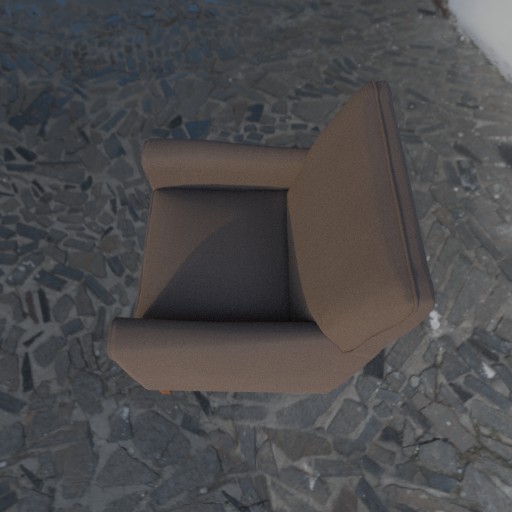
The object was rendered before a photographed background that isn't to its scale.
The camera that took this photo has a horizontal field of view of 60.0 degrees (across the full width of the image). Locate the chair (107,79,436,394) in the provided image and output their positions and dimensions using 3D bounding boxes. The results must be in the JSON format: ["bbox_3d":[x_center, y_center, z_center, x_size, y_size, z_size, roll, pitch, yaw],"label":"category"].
[{"bbox_3d":[0.000,0.000,1.577,0.831,0.911,0.836,0,60,0],"label":"chair"}]
